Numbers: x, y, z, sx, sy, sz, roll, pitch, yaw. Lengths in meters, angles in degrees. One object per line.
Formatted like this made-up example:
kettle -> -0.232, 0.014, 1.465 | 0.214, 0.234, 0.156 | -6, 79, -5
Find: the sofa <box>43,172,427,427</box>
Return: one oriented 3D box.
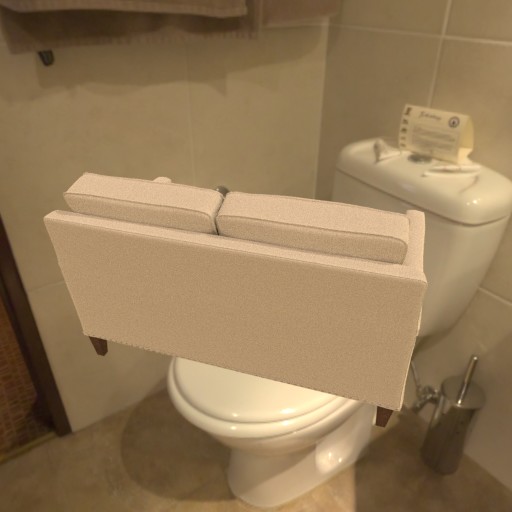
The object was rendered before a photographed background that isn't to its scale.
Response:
sofa -> 0.000, 0.000, 2.231 | 1.597, 1.003, 1.084 | 10, 33, 15
